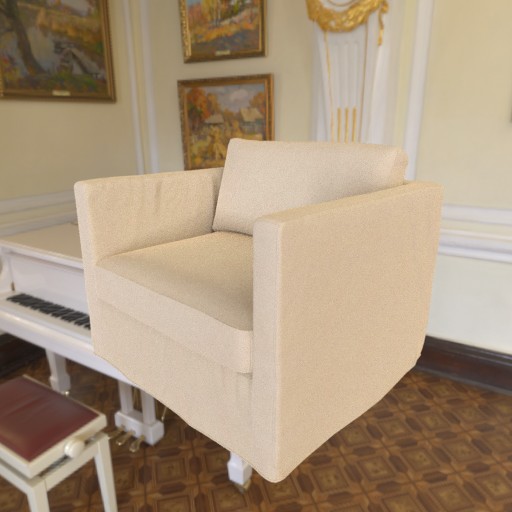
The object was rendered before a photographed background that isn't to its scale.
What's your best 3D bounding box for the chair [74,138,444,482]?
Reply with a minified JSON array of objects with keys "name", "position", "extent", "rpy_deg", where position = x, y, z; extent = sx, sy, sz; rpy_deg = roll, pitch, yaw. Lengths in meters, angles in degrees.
[{"name":"chair","position":[0.000,0.000,1.705],"extent":[1.057,0.851,0.947],"rpy_deg":[16,23,42]}]
